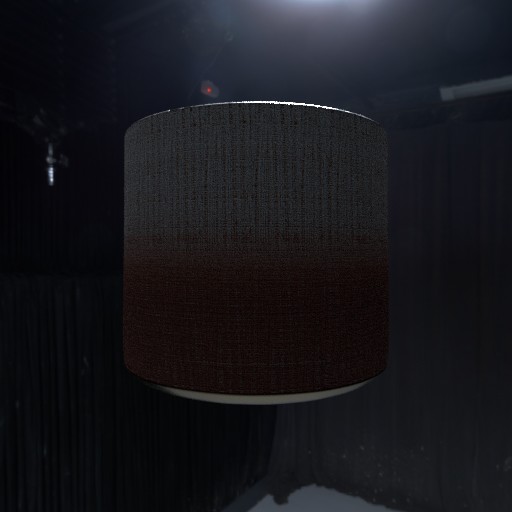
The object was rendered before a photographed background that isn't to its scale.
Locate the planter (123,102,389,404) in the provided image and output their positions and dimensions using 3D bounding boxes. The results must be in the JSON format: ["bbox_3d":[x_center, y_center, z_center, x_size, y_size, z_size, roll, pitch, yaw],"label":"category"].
[{"bbox_3d":[0.000,0.000,0.308,0.178,0.157,0.178,0,1,0],"label":"planter"}]
